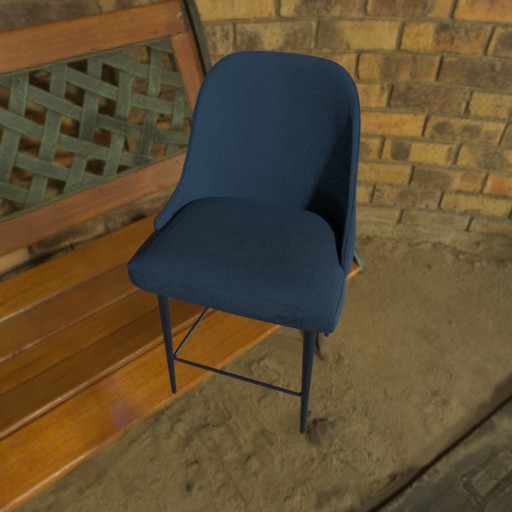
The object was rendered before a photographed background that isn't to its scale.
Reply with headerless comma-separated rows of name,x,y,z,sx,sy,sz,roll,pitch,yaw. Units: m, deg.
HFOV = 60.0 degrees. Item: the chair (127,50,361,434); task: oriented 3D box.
chair,0.000,0.000,1.221,0.526,0.927,0.489,12,42,14
